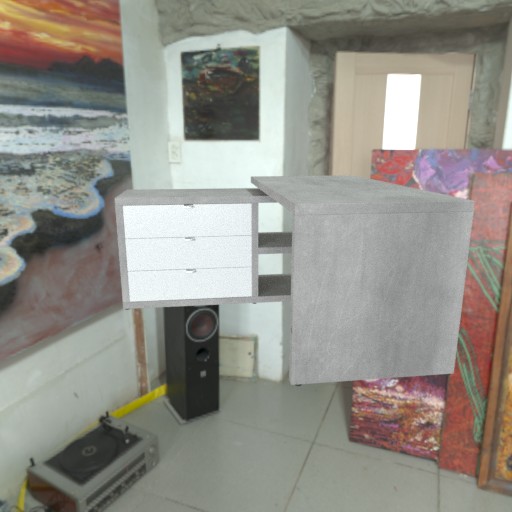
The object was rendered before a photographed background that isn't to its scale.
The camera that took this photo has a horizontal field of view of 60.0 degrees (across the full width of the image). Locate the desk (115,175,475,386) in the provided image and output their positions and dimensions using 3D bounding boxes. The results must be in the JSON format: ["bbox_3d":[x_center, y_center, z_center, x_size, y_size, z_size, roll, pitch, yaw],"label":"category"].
[{"bbox_3d":[0.000,0.000,2.359,1.500,0.740,1.400,-2,15,-7],"label":"desk"}]
